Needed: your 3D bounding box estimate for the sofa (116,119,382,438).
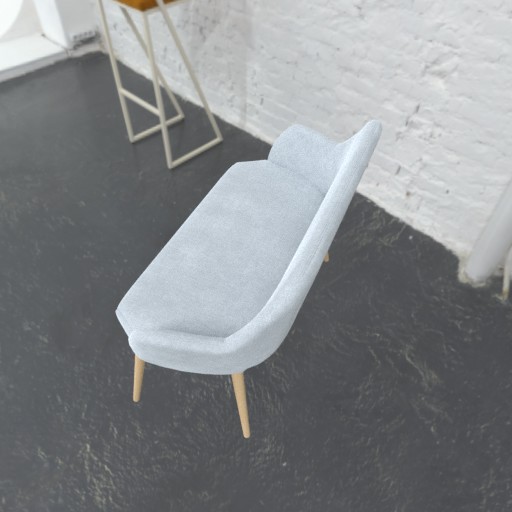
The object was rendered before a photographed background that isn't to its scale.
[{"bbox_3d":[0.000,0.000,1.628,0.610,0.840,1.150,18,49,16],"label":"sofa"}]
